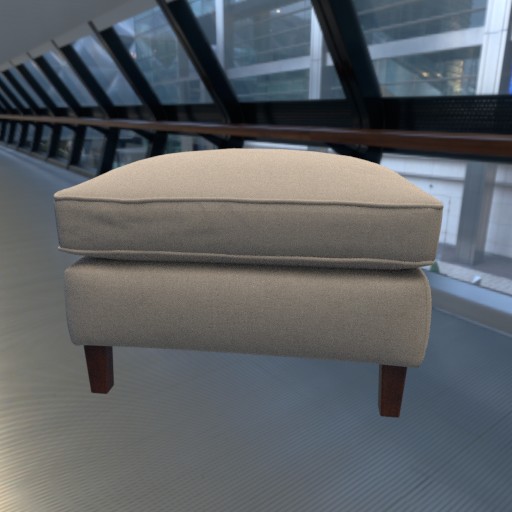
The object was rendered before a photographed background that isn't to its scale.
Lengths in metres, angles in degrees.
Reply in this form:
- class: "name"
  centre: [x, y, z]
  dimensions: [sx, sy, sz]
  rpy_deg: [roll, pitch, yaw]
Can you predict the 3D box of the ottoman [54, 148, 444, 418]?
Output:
- class: "ottoman"
  centre: [0.000, 0.000, 0.974]
  dimensions: [0.665, 0.456, 0.501]
  rpy_deg: [2, 17, 7]
